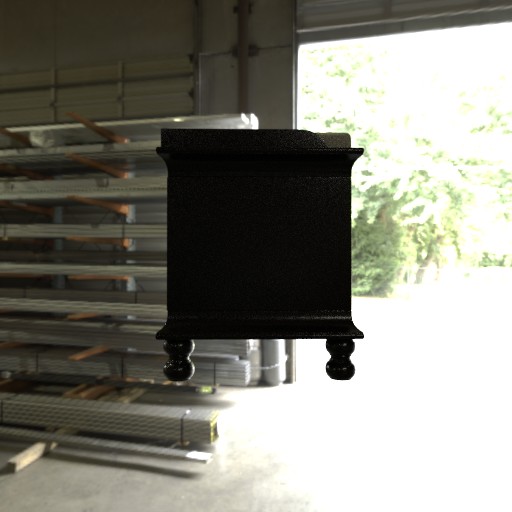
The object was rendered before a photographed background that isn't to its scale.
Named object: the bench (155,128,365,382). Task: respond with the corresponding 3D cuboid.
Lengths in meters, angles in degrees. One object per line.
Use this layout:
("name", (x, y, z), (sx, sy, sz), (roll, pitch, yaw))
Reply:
("bench", (0.000, 0.000, 1.443), (0.402, 0.501, 1.185), (0, -1, -1))
